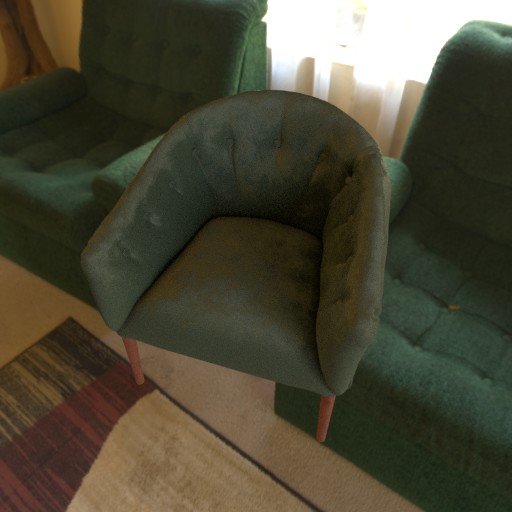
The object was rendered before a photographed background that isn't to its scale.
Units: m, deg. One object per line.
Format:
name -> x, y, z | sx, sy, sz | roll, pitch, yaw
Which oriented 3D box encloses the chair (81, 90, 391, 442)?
chair -> 0.000, 0.000, 1.524 | 0.851, 0.885, 0.776 | 13, 44, 13
